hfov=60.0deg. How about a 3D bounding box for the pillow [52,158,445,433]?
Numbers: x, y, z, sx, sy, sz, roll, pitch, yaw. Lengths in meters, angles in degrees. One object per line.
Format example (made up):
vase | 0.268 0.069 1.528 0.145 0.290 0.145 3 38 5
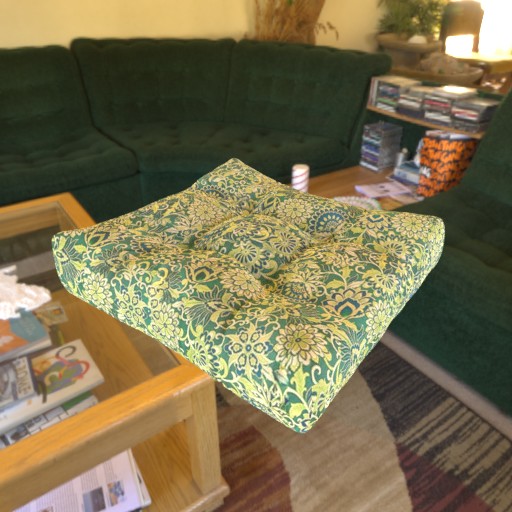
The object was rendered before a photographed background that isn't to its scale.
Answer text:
pillow | 0.000 0.000 0.743 0.490 0.128 0.468 22 39 31
